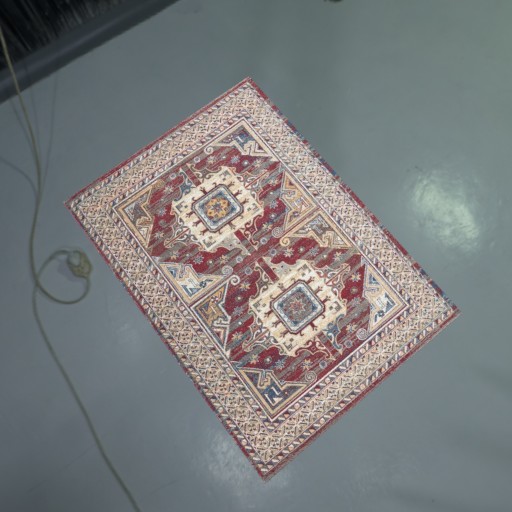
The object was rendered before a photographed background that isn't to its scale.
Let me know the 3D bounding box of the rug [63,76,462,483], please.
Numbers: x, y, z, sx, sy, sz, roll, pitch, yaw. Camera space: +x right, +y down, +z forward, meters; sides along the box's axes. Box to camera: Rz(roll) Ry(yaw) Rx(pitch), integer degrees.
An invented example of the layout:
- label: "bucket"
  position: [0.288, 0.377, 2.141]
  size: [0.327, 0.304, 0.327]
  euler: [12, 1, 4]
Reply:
- label: "rug"
  position: [0.000, 0.000, 2.912]
  size: [1.599, 0.011, 2.210]
  euler: [-37, 78, -9]
